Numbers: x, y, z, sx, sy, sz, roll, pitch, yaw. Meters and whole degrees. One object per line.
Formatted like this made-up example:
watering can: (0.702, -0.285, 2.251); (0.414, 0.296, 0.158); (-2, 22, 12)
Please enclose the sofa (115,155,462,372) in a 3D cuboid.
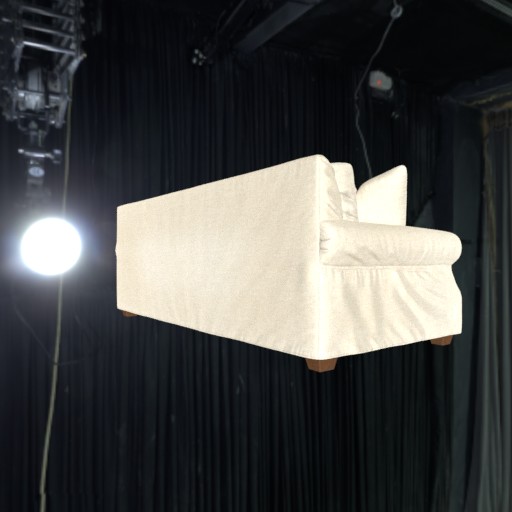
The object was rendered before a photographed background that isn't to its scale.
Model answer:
sofa: (0.000, 0.000, 2.818); (1.067, 0.904, 2.285); (0, 0, -37)
